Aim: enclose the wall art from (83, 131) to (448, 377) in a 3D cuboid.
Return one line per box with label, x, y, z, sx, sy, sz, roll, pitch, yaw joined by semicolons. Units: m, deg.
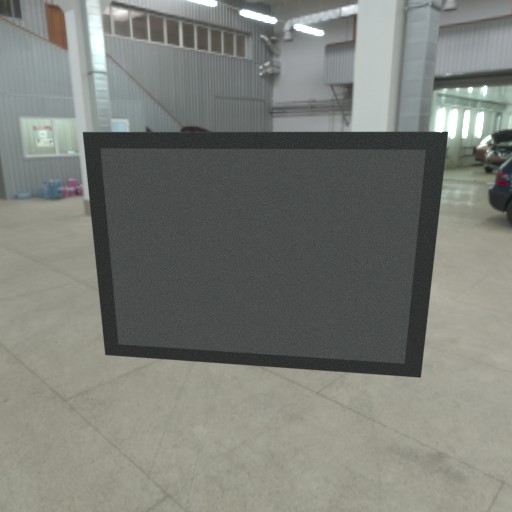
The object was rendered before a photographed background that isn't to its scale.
wall art;0.000;0.000;0.567;0.432;0.306;0.016;2;16;8
